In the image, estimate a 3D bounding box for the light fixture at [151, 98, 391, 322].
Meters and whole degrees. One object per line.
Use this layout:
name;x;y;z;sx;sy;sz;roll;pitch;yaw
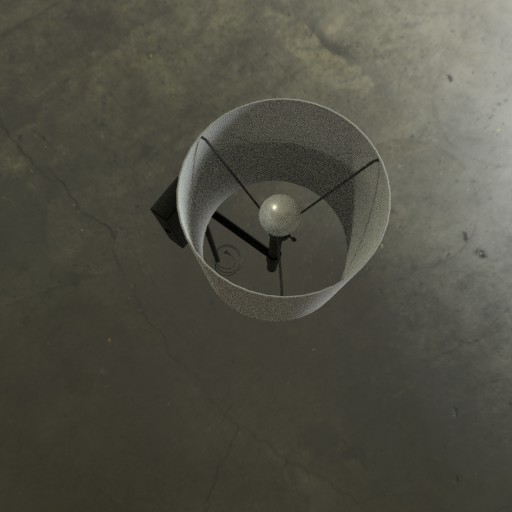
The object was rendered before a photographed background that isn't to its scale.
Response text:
light fixture;0.000;0.000;0.679;0.248;0.589;0.188;36;78;8
